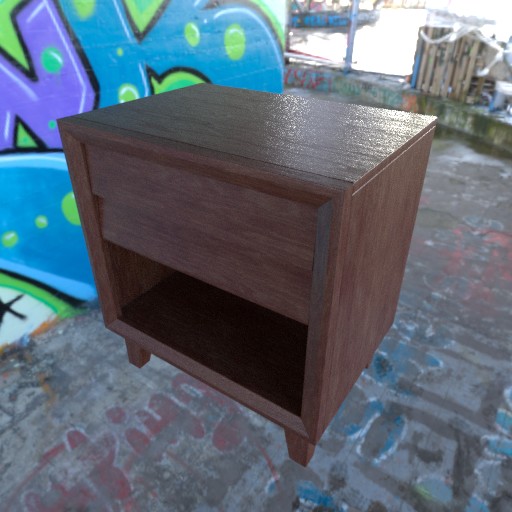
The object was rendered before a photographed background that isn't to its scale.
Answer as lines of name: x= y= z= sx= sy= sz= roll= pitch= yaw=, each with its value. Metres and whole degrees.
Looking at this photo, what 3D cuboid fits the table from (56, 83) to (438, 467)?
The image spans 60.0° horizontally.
table: x=0.000 y=0.000 z=0.975 sx=0.557 sy=0.609 sz=0.449 roll=20 pitch=37 yaw=29
